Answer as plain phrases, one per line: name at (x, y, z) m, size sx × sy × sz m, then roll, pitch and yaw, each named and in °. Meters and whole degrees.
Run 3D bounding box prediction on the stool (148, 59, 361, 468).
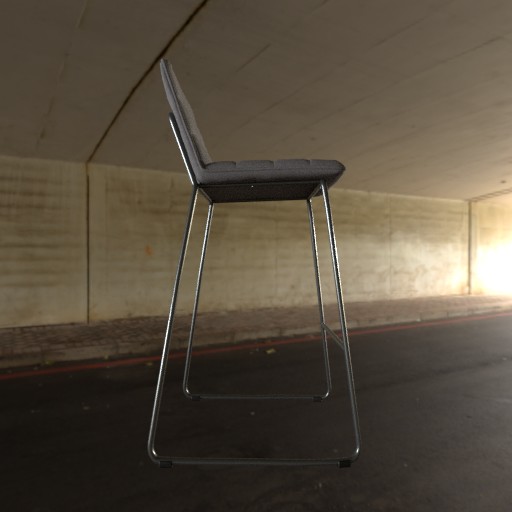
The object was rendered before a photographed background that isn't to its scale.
stool at (0.000, 0.000, 1.244) m, size 0.490 × 0.960 × 0.490 m, roll 0°, pitch 0°, yaw 1°
